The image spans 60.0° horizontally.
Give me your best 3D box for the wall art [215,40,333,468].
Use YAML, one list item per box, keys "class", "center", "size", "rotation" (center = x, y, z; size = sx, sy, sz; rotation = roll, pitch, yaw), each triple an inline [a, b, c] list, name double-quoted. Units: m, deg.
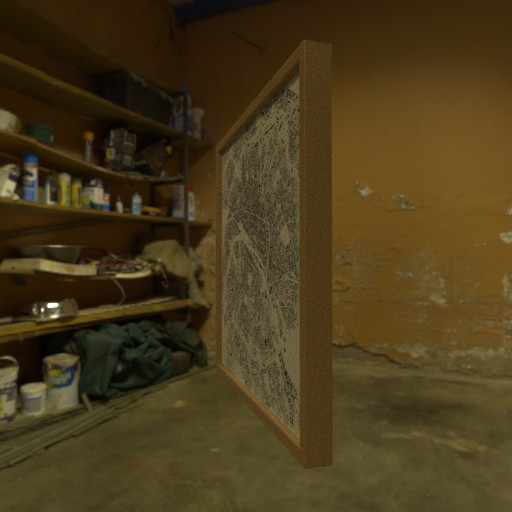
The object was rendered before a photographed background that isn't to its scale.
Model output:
- class: "wall art"
  center: [0.000, 0.000, 0.773]
  size: [0.036, 0.509, 0.509]
  rotation: [0, -1, -17]
